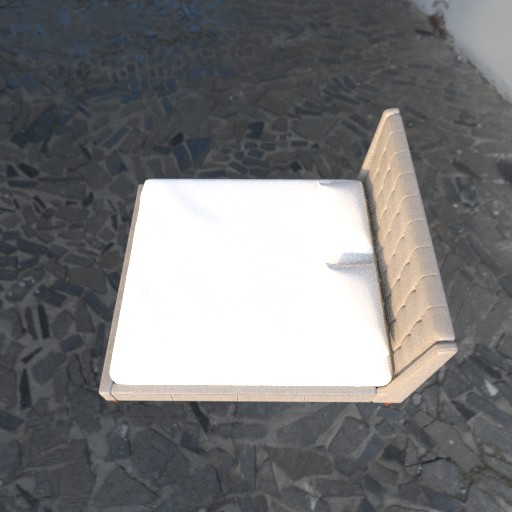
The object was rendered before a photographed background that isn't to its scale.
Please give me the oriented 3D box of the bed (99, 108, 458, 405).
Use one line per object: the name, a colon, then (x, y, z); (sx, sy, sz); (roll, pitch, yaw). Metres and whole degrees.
bed: (0.000, 0.000, 3.580); (2.342, 1.289, 2.062); (0, 58, 0)
